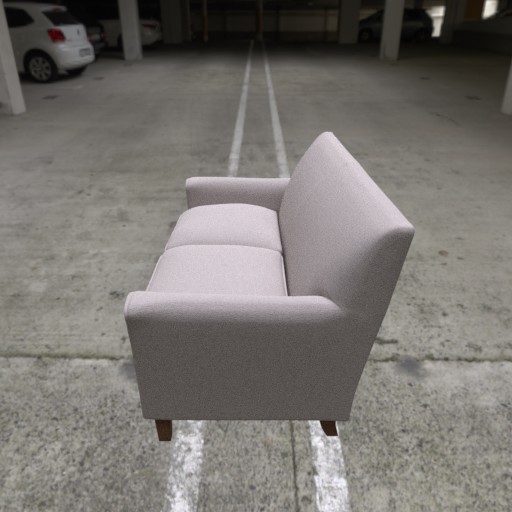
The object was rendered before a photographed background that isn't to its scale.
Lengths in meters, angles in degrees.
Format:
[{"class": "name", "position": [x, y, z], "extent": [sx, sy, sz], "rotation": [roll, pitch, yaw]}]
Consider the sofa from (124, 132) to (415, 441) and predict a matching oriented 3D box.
[{"class": "sofa", "position": [0.000, 0.000, 2.080], "extent": [0.888, 0.890, 1.482], "rotation": [0, 26, 0]}]
